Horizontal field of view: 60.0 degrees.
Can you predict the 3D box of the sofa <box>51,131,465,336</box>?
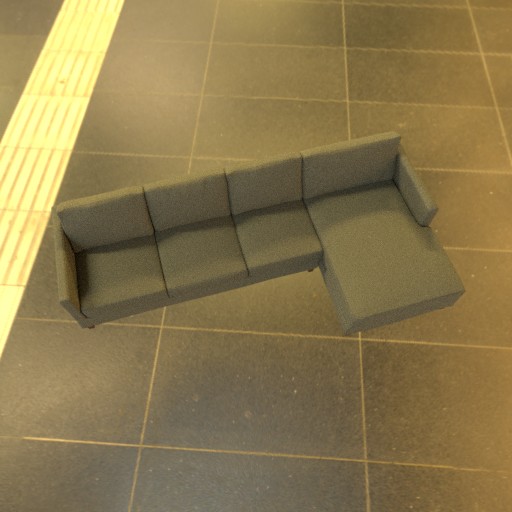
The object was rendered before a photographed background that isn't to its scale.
[{"bbox_3d":[0.000,0.000,3.811,3.186,0.861,1.625,-14,62,-8],"label":"sofa"}]
